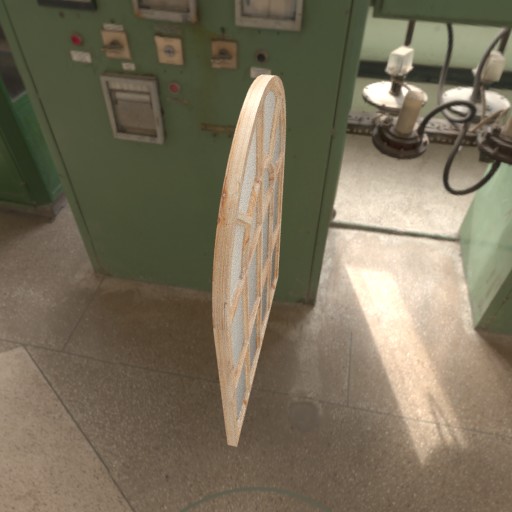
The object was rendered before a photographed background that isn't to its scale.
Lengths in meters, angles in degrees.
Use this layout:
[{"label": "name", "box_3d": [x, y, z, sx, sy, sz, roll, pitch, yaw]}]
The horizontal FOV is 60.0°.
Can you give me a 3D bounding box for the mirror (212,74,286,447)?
[{"label": "mirror", "box_3d": [0.000, 0.000, 1.173, 0.032, 0.920, 0.660, 9, 47, 8]}]
